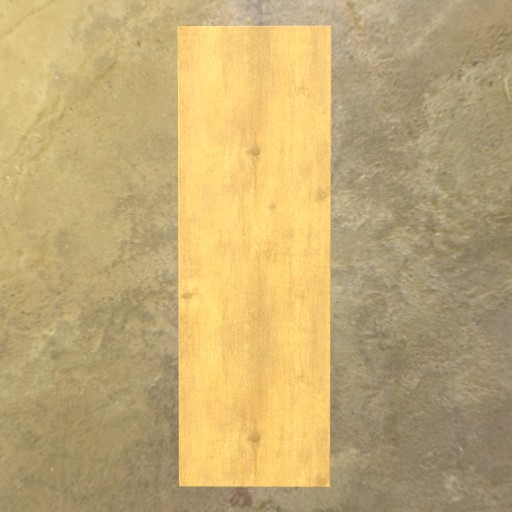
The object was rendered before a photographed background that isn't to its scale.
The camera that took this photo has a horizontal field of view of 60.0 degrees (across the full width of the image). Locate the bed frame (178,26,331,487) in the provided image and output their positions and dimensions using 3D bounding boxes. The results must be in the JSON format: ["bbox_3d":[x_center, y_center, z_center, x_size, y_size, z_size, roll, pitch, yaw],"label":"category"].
[{"bbox_3d":[0.000,0.000,1.674,0.430,0.850,1.300,0,91,1],"label":"bed frame"}]
